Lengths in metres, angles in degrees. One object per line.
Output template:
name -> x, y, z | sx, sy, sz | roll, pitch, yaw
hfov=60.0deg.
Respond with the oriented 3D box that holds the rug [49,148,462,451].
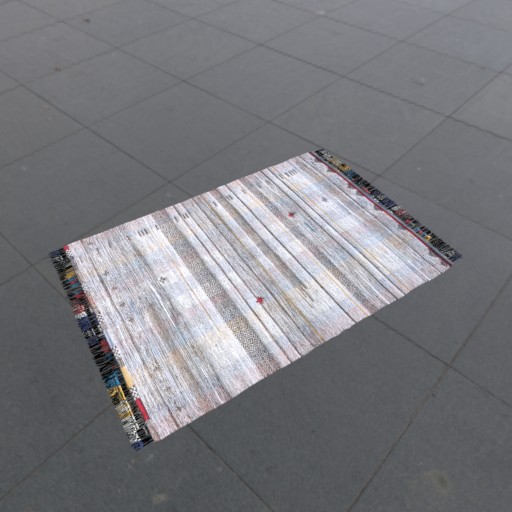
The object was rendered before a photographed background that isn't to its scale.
rug -> 0.000, 0.000, 2.318 | 1.848, 0.012, 1.217 | -25, 52, -21
